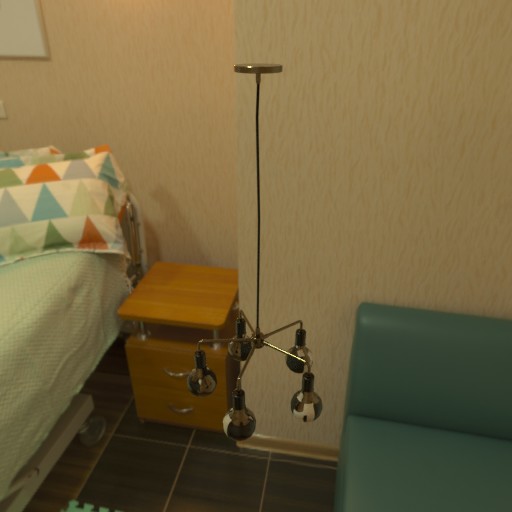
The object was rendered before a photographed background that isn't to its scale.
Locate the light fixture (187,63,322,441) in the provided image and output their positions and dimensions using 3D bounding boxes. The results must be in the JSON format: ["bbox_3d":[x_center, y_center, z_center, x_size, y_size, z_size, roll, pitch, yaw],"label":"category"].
[{"bbox_3d":[0.000,0.000,1.244,0.438,0.988,0.421,-9,28,-17],"label":"light fixture"}]
